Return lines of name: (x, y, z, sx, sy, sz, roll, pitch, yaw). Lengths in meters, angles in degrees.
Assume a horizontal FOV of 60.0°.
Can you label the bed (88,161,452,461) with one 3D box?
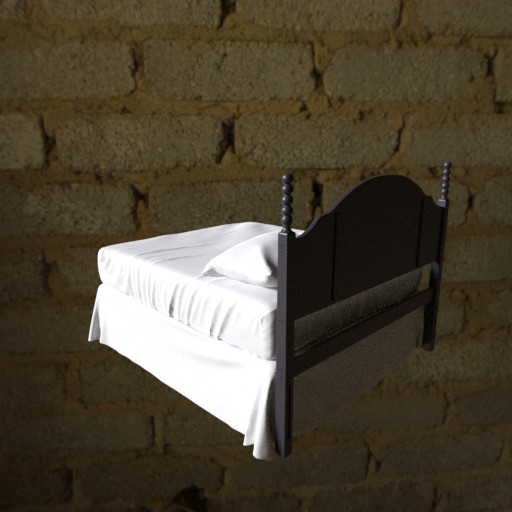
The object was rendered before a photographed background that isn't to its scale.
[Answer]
bed: (0.000, 0.000, 3.217, 1.873, 1.356, 2.040, -14, 20, -43)
